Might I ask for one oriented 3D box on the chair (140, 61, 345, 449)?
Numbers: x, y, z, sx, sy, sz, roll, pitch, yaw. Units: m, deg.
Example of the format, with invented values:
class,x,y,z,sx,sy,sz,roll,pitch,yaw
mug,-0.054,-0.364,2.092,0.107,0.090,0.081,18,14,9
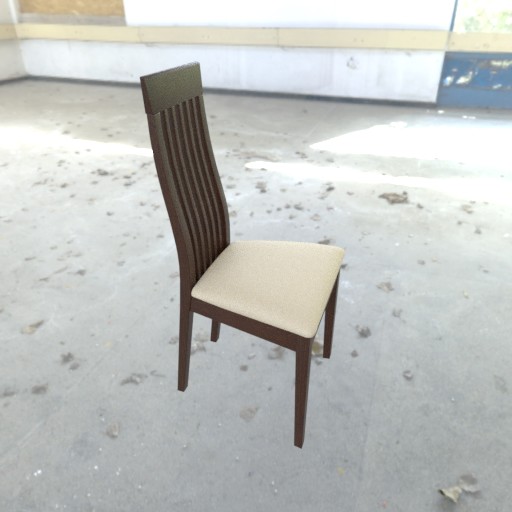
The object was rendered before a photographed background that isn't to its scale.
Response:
class,x,y,z,sx,sy,sz,roll,pitch,yaw
chair,0.000,0.000,1.331,0.474,1.027,0.460,10,32,17
